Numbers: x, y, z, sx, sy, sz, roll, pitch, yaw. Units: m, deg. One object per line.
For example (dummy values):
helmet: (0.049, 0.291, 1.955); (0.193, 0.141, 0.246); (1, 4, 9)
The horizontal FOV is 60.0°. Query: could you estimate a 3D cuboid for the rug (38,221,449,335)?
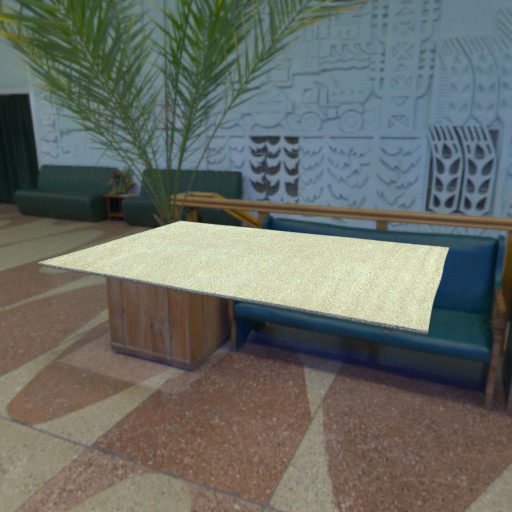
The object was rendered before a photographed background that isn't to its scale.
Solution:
rug: (0.000, 0.000, 3.475); (2.699, 0.025, 1.800); (7, 17, 25)
